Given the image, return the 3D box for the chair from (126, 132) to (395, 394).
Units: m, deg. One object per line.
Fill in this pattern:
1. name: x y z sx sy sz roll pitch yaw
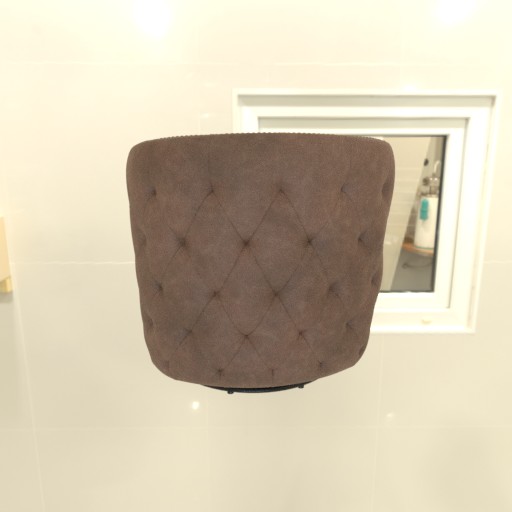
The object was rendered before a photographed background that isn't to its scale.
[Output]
1. chair: 0.000 0.000 1.547 0.850 0.790 0.870 -2 13 -8
